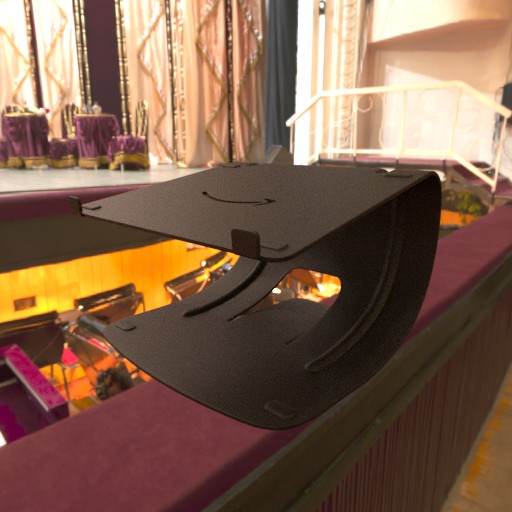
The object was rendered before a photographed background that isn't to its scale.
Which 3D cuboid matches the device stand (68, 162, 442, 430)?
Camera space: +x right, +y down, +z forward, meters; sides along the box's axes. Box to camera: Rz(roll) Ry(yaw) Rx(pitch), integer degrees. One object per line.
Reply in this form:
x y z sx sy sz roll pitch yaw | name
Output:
0.000 0.000 0.404 0.256 0.155 0.236 14 20 42 | device stand
